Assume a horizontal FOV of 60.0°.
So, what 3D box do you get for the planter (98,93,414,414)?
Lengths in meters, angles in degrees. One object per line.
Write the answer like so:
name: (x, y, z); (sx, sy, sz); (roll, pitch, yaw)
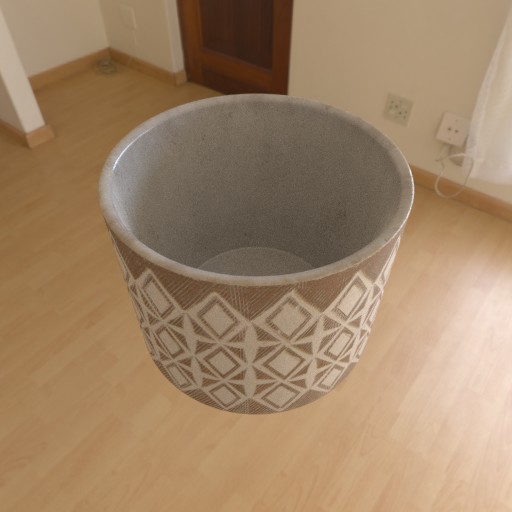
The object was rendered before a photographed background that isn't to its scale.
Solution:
planter: (0.000, 0.000, 0.338); (0.193, 0.165, 0.193); (0, 47, 0)
